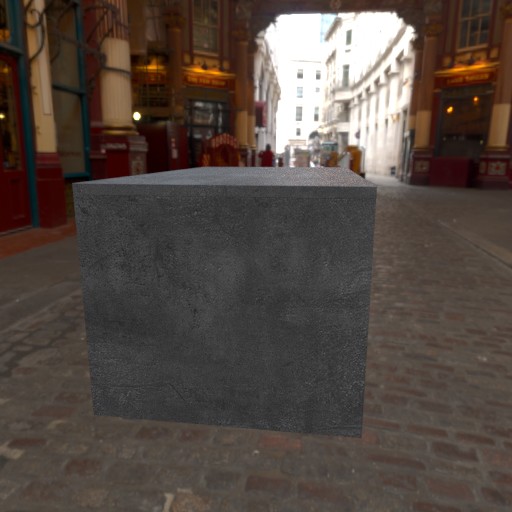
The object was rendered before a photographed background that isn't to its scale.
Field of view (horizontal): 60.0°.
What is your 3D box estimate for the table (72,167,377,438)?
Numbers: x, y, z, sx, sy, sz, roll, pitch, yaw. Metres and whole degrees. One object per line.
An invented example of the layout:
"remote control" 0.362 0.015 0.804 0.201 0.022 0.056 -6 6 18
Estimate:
"table" 0.000 0.000 0.946 0.400 0.350 0.700 2 13 8
